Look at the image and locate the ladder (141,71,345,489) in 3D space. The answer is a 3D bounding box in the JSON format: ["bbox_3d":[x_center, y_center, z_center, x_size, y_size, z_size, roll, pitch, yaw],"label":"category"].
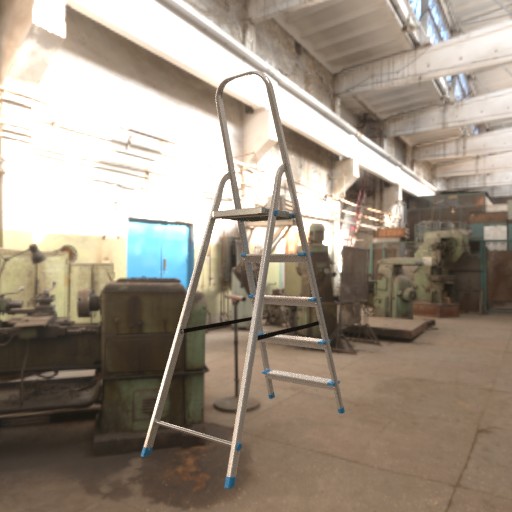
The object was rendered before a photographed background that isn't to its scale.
[{"bbox_3d":[0.000,0.000,2.099,0.468,1.648,0.990,-1,-1,35],"label":"ladder"}]
